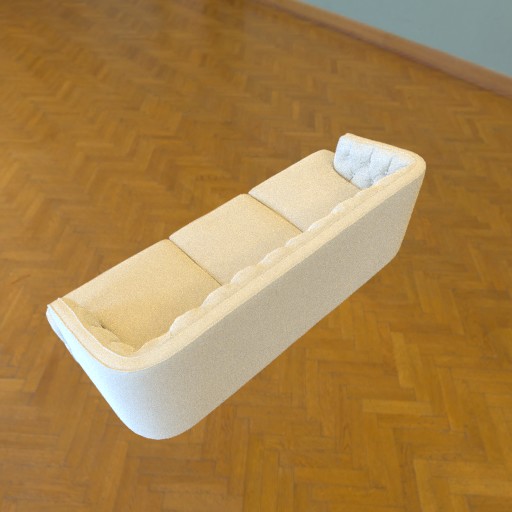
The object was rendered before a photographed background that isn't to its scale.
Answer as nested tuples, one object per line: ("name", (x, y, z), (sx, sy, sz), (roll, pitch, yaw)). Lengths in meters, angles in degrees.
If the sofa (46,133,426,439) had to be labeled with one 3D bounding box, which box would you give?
("sofa", (0.000, 0.000, 2.687), (2.278, 0.855, 0.941), (-34, 55, -28))
